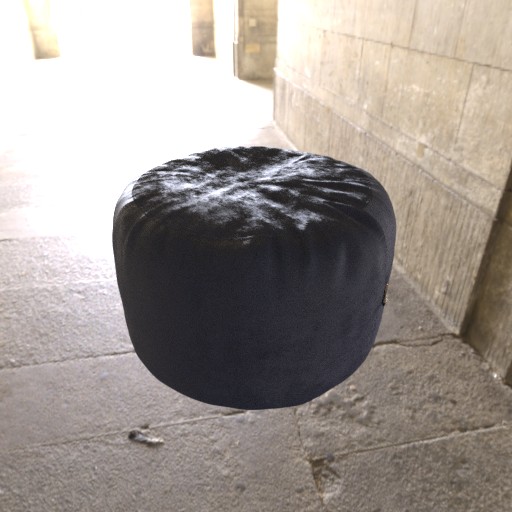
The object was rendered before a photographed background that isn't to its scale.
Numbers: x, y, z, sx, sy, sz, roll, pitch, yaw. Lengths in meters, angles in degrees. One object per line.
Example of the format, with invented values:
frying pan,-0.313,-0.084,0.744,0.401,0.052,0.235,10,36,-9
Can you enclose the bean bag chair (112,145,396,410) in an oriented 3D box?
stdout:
bean bag chair,0.000,0.000,2.019,1.219,0.762,1.219,0,31,0
